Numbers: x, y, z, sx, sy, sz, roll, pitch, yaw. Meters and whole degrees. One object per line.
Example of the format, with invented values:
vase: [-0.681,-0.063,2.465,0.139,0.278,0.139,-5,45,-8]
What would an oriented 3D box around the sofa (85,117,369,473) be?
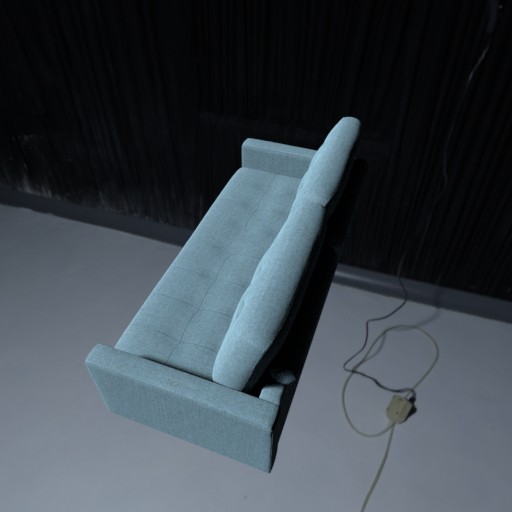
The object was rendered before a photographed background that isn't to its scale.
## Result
sofa: [0.000,0.000,2.602,0.966,1.050,2.010,15,47,14]
